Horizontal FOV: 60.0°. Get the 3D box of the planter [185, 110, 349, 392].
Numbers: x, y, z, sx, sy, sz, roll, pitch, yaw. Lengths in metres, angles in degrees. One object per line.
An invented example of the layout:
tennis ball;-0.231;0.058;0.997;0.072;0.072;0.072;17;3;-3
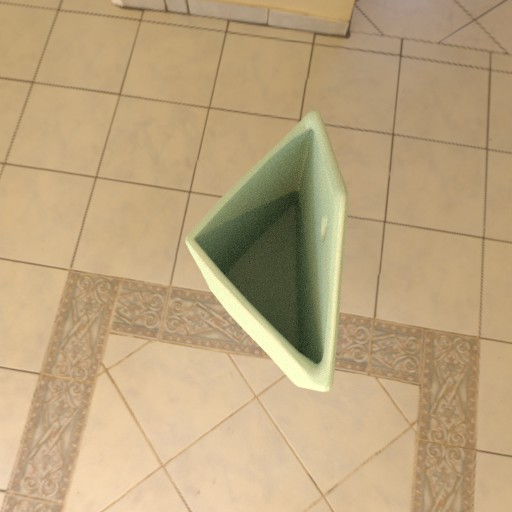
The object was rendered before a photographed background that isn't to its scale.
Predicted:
planter;0.000;0.000;0.281;0.079;0.197;0.164;0;75;0
